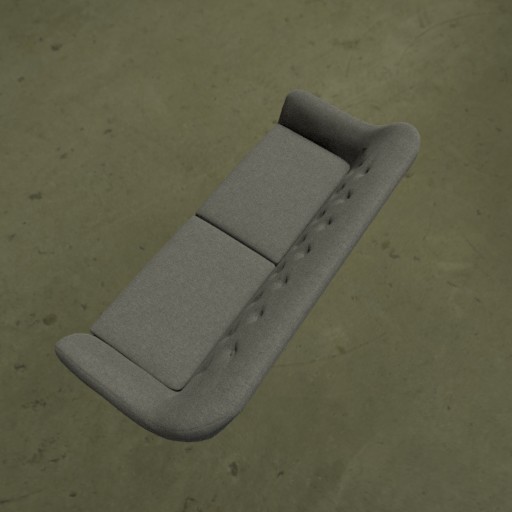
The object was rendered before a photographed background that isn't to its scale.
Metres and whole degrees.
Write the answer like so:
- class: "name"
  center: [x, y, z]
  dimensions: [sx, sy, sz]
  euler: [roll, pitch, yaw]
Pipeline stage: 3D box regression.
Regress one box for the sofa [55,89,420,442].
- class: "sofa"
  center: [0.000, 0.000, 2.182]
  dimensions: [0.820, 0.820, 1.840]
  euler: [32, 67, 15]
